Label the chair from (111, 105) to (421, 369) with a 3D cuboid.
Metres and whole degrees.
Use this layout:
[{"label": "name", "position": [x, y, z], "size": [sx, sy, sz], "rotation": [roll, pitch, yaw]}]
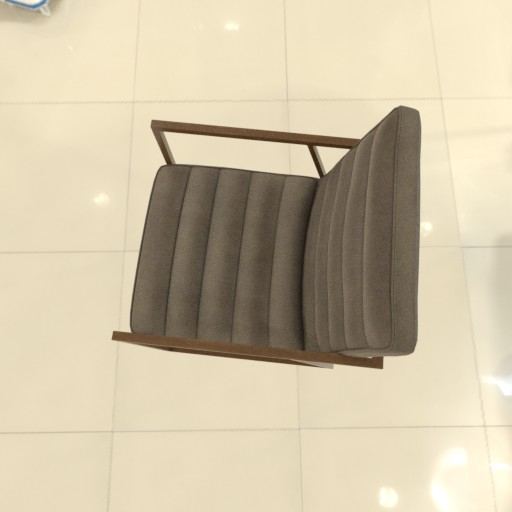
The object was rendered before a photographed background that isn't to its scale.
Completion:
[{"label": "chair", "position": [0.000, 0.000, 1.291], "size": [0.682, 0.843, 0.578], "rotation": [6, 76, 2]}]
